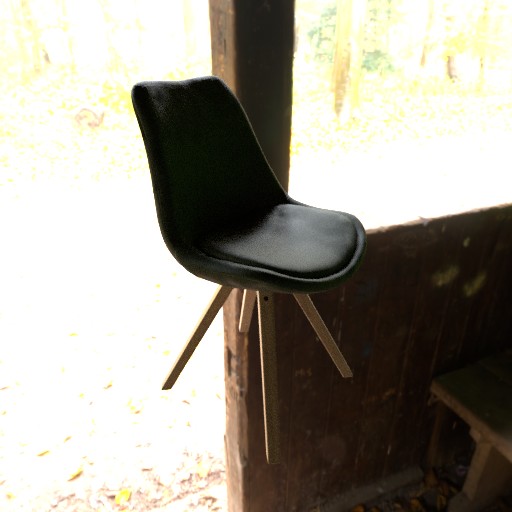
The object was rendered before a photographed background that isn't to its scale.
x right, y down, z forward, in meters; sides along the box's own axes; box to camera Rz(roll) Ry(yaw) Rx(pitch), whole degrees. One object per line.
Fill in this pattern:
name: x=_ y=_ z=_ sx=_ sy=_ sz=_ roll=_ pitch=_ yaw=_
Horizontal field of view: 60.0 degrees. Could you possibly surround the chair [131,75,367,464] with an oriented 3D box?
chair: x=0.000 y=0.000 z=1.185 sx=0.547 sy=0.865 sz=0.483 roll=18 pitch=31 yaw=33
